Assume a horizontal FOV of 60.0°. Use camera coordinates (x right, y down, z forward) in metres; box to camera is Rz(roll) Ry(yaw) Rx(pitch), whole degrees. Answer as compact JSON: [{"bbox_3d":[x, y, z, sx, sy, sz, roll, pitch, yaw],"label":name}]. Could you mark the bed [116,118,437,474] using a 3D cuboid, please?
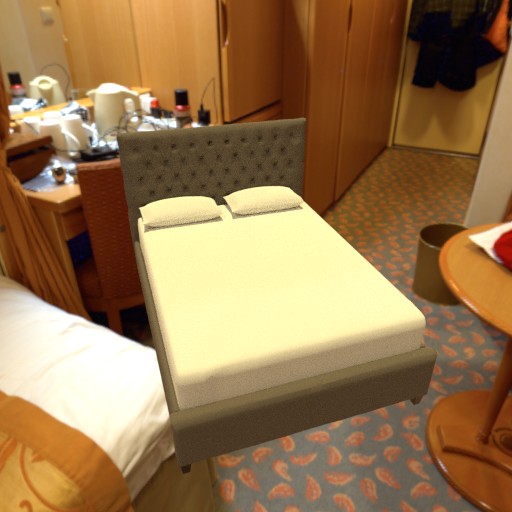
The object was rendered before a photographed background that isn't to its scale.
[{"bbox_3d":[0.000,0.000,3.321,1.696,1.426,2.233,-10,32,-16],"label":"bed"}]
